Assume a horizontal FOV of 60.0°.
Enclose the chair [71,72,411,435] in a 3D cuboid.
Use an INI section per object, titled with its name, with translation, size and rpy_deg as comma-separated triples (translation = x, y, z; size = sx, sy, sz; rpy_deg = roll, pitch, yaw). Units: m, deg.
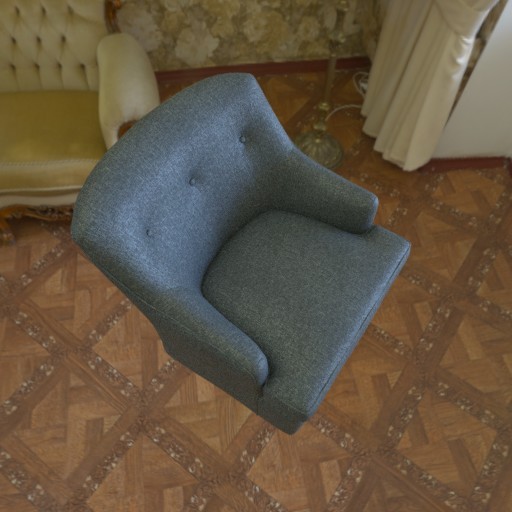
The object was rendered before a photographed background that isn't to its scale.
[chair]
translation = 0.000, 0.000, 1.622
size = 0.923, 0.856, 0.864
rpy_deg = 31, 63, 17
